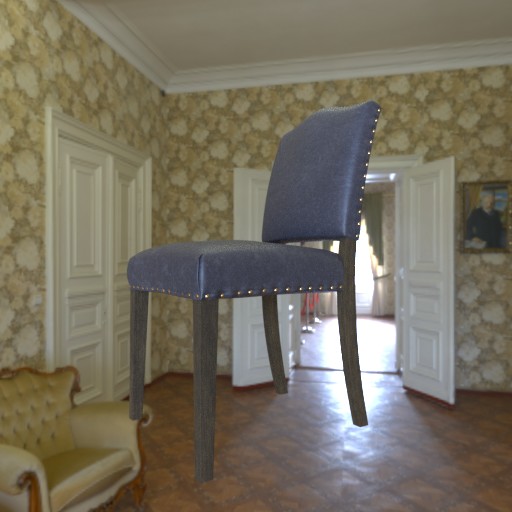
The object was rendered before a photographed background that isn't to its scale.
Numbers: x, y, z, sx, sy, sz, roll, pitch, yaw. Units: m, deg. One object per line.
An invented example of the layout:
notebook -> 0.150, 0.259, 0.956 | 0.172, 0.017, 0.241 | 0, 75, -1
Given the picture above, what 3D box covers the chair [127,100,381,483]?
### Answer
chair -> 0.000, 0.000, 1.332 | 0.633, 0.991, 0.500 | 1, -1, -34
